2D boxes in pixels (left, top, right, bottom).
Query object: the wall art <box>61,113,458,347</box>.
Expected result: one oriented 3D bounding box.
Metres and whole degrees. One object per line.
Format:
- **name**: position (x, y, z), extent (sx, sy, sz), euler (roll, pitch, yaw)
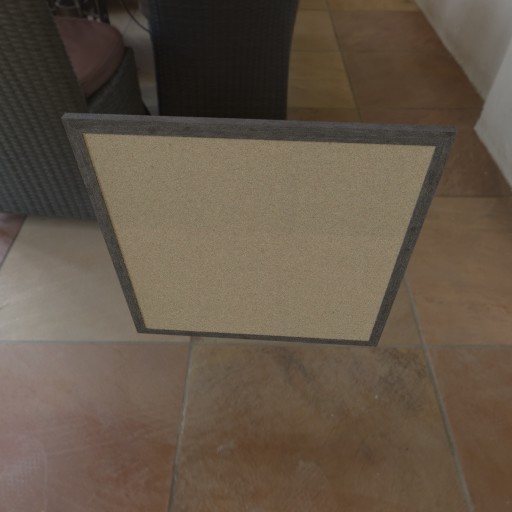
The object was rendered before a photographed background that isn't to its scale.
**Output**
- **wall art**: position (0.000, 0.000, 0.682), extent (0.457, 0.457, 0.013), euler (3, 47, 3)
